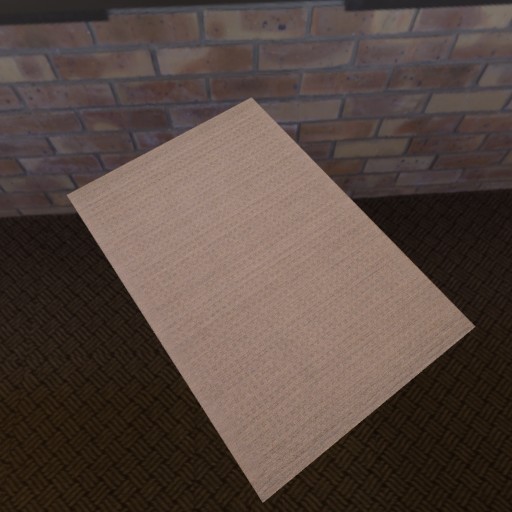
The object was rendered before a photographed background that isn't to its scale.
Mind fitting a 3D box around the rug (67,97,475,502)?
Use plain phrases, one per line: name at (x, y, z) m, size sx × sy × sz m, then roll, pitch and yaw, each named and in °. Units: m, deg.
rug at (0.000, 0.000, 3.606) m, size 1.981 × 0.006 × 2.895 m, roll -33°, pitch 68°, yaw -15°
